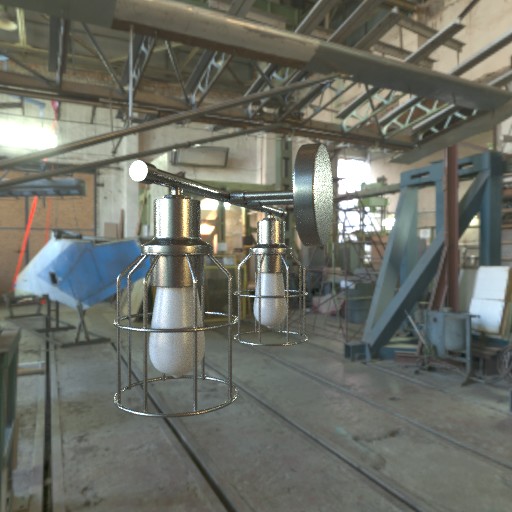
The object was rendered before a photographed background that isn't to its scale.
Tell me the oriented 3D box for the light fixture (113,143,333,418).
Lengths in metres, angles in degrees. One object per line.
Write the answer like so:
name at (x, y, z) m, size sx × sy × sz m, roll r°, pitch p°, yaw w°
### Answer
light fixture at (0.000, 0.000, 0.532) m, size 0.165 × 0.254 × 0.406 m, roll 0°, pitch 0°, yaw 19°
